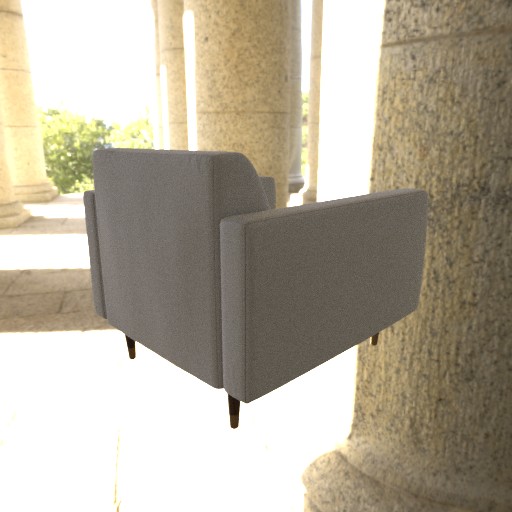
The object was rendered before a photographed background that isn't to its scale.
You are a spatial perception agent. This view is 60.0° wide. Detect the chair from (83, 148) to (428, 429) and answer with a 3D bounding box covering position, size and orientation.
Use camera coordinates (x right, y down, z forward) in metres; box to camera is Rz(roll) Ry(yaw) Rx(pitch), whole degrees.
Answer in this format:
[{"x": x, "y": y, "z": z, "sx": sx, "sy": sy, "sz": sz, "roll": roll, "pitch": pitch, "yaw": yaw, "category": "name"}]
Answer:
[{"x": 0.000, "y": 0.000, "z": 1.722, "sx": 0.998, "sy": 0.819, "sz": 0.953, "roll": -14, "pitch": 21, "yaw": -43, "category": "chair"}]
